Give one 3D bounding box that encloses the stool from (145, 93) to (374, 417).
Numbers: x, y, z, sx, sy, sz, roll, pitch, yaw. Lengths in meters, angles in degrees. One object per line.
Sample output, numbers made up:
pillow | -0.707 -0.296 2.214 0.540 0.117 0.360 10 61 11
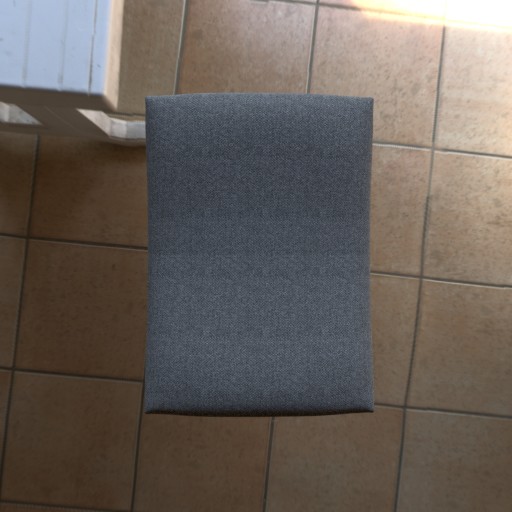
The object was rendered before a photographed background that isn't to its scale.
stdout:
stool | 0.000 0.000 1.025 0.372 0.742 0.504 0 90 -1
